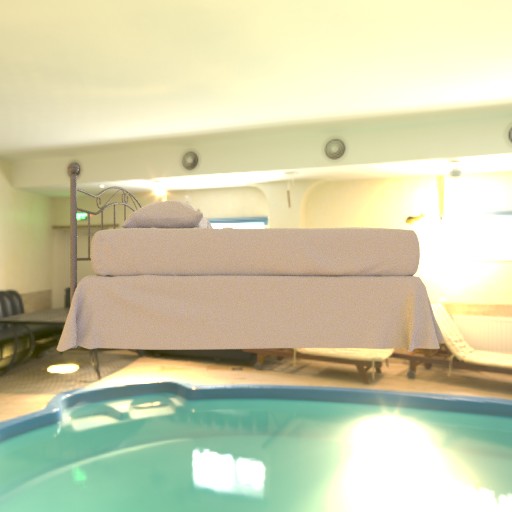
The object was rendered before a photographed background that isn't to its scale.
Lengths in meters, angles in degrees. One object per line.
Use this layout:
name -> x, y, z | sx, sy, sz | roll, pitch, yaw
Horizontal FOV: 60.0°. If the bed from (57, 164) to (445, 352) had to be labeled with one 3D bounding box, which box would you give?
bed -> 0.000, 0.000, 3.588 | 2.220, 1.080, 2.309 | 0, 0, 1
